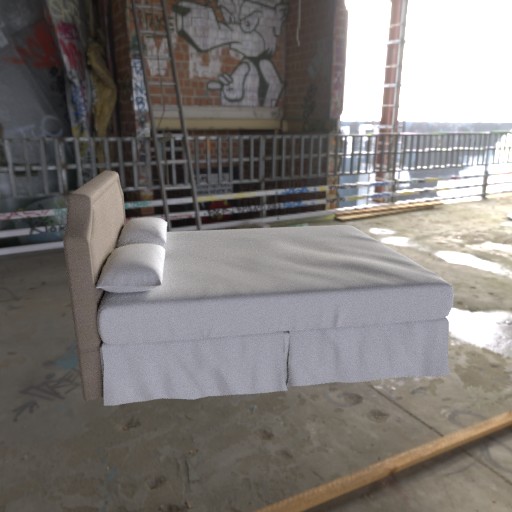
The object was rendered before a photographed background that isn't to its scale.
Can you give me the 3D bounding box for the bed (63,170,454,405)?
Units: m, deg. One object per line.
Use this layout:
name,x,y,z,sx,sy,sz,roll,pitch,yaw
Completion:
bed,0.000,0.000,3.625,2.498,1.293,1.977,-3,17,-9
